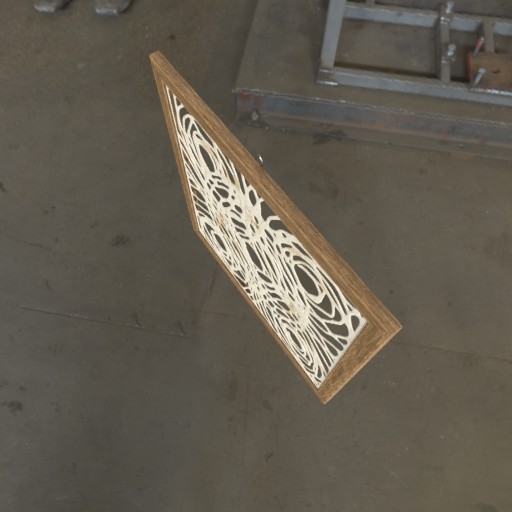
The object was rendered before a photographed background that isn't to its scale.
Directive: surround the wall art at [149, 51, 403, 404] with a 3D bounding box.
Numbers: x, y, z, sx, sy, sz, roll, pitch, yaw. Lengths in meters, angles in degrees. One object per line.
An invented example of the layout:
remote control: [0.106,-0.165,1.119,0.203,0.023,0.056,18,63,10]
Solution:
wall art: [0.000,0.000,0.852,0.021,0.576,0.561,-33,68,-15]
